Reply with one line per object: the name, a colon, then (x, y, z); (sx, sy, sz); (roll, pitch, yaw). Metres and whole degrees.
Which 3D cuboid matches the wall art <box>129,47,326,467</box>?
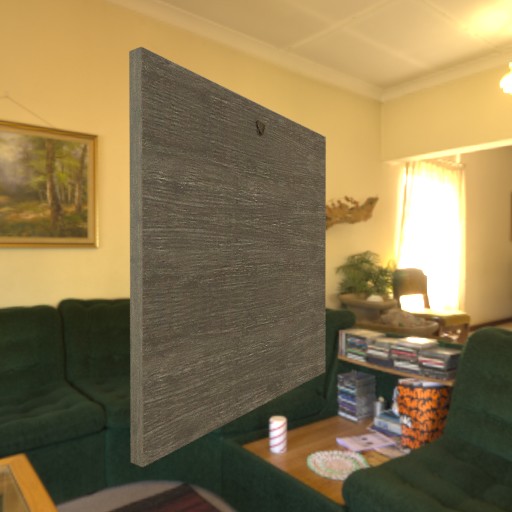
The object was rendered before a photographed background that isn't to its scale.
wall art: (0.000, 0.000, 0.678); (0.027, 0.459, 0.462); (0, 1, 34)
